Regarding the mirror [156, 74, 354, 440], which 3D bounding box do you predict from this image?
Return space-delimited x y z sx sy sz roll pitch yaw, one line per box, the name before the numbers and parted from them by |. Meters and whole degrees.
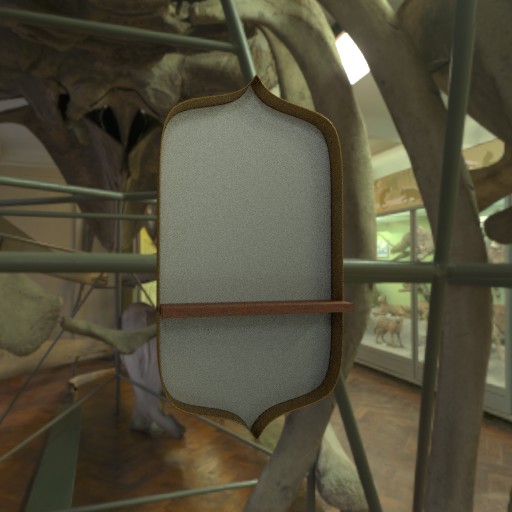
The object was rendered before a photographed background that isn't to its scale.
mirror | 0.000 0.000 0.745 0.323 0.613 0.096 0 -1 -17
